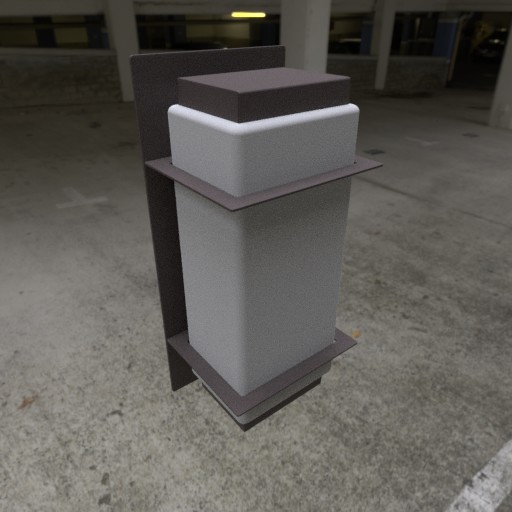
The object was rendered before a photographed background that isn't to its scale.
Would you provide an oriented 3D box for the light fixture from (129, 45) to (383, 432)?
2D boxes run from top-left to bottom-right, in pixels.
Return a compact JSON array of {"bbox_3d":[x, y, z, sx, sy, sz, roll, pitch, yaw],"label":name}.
[{"bbox_3d":[0.000,0.000,0.418,0.153,0.347,0.146,-21,36,-32],"label":"light fixture"}]
